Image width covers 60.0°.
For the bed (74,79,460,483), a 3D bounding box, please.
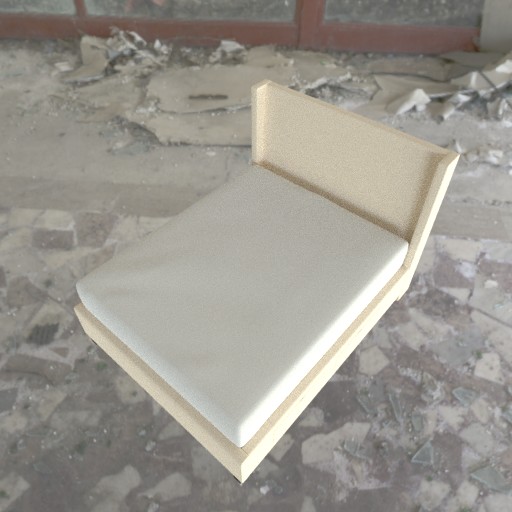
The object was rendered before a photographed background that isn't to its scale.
[{"bbox_3d":[0.000,0.000,3.395,1.765,1.471,2.280,32,54,27],"label":"bed"}]
